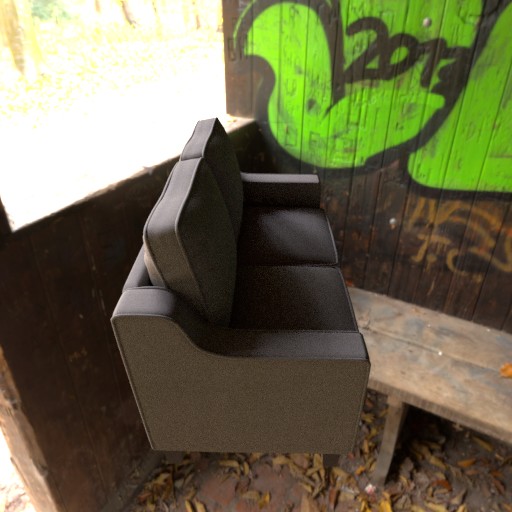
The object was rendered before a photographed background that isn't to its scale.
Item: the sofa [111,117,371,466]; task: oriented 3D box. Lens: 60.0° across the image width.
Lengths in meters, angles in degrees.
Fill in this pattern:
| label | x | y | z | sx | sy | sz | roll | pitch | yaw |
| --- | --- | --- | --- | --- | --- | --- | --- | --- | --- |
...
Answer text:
| label | x | y | z | sx | sy | sz | roll | pitch | yaw |
| --- | --- | --- | --- | --- | --- | --- | --- | --- | --- |
| sofa | 0.000 | 0.000 | 1.995 | 0.791 | 0.948 | 1.500 | 1 | 31 | 1 |
